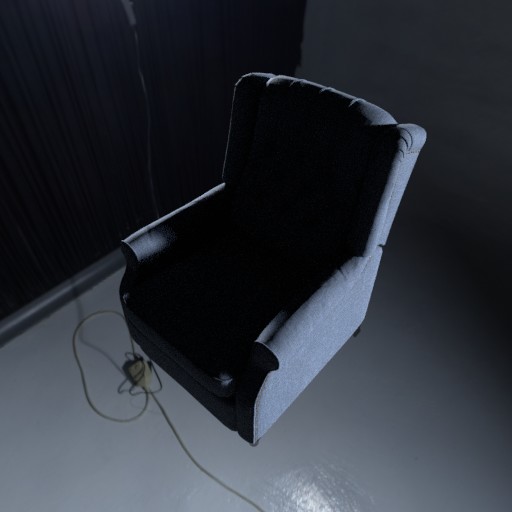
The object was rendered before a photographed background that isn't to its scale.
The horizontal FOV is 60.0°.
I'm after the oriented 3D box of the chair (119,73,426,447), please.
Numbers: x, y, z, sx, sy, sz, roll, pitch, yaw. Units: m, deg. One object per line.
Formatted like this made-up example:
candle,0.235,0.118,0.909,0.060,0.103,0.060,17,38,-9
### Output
chair,0.000,0.000,1.625,0.742,1.035,0.898,32,53,28
